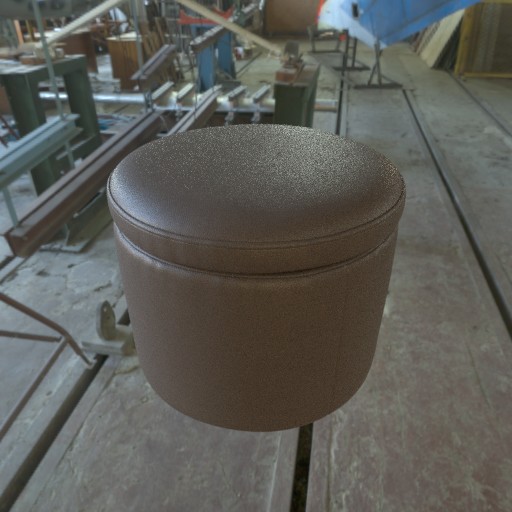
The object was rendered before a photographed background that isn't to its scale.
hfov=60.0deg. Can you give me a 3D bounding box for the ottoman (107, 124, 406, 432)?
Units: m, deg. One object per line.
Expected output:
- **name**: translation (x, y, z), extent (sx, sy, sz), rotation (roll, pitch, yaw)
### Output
- **ottoman**: translation (0.000, 0.000, 0.850), extent (0.500, 0.409, 0.500), rotation (0, 32, 0)
